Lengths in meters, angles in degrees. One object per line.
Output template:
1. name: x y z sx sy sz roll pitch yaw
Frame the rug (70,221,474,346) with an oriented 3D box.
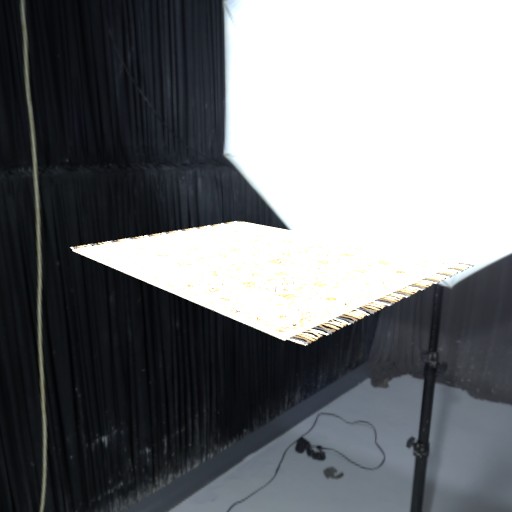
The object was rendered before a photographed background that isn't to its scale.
1. rug: 0.000 0.000 2.310 1.278 0.009 1.726 -13 19 -42
